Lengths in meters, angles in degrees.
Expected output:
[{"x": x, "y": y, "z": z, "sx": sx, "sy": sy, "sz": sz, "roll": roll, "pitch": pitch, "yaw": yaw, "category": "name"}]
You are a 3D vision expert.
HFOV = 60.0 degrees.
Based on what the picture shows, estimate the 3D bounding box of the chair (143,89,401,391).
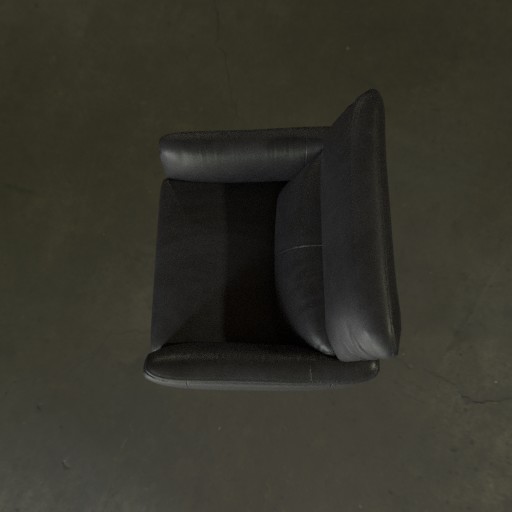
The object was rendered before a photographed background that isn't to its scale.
[{"x": 0.000, "y": 0.000, "z": 1.678, "sx": 0.809, "sy": 0.949, "sz": 0.976, "roll": 0, "pitch": 75, "yaw": 0, "category": "chair"}]
